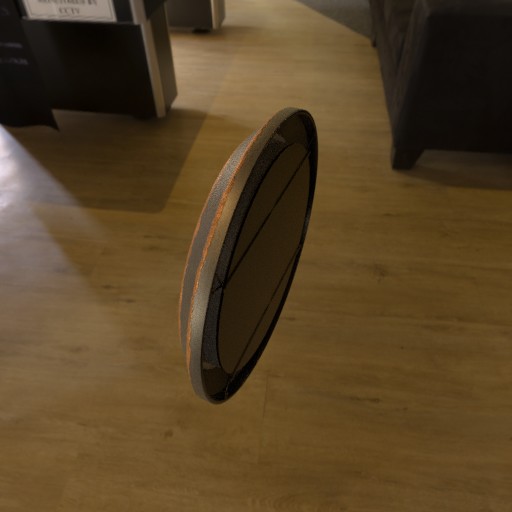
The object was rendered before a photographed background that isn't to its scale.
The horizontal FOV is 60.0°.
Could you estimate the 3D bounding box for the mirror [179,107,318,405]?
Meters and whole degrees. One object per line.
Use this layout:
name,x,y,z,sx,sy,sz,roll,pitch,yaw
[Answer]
mirror,0.000,0.000,1.390,0.111,0.907,0.907,17,48,16
